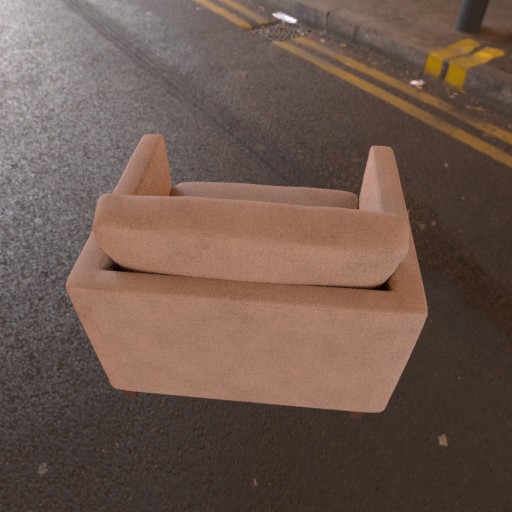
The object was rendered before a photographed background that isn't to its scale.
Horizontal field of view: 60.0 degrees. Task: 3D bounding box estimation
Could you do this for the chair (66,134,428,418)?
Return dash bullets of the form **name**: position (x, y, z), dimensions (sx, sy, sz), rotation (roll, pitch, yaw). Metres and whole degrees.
- **chair**: position (0.000, 0.000, 1.846), dimensions (1.133, 0.961, 0.959), rotation (4, 46, 4)
